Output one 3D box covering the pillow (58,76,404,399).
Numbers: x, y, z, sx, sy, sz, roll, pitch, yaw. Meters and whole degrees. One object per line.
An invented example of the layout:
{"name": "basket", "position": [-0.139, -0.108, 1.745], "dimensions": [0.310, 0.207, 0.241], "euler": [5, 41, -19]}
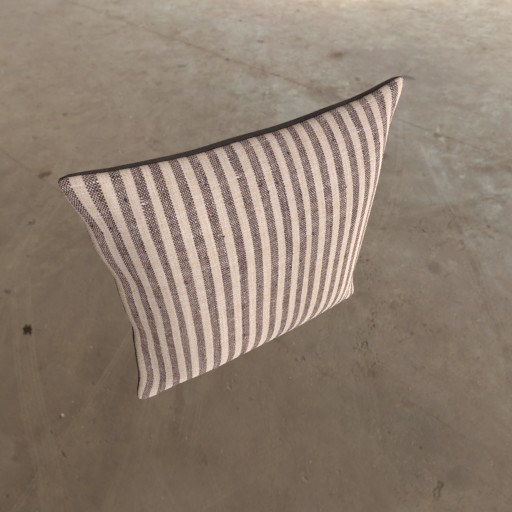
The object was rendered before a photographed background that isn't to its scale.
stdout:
{"name": "pillow", "position": [0.000, 0.000, 0.760], "dimensions": [0.523, 0.506, 0.166], "euler": [-23, 50, -21]}
